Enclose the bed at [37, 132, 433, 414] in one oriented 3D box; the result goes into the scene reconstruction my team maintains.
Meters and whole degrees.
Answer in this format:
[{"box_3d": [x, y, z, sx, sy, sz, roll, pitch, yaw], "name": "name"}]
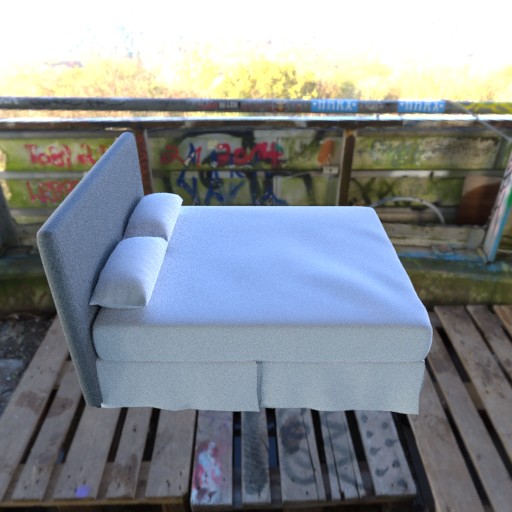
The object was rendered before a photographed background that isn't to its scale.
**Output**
[{"box_3d": [0.000, 0.000, 3.163, 2.142, 1.330, 1.723, 0, 32, 0], "name": "bed"}]
